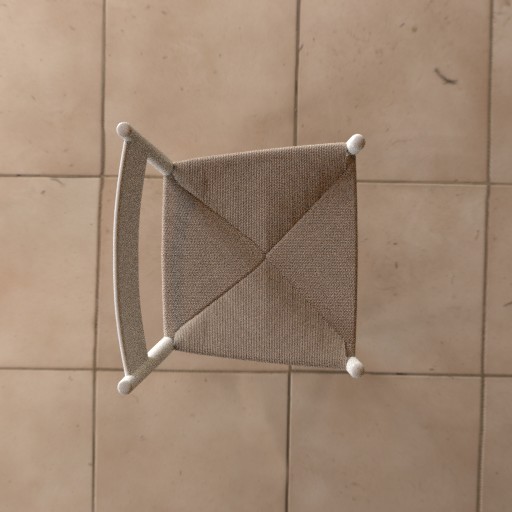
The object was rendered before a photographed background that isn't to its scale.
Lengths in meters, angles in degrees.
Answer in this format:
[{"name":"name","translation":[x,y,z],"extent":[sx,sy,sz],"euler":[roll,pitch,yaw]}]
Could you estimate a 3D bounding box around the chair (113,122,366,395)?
[{"name":"chair","translation":[0.000,0.000,1.110],"extent":[0.495,0.762,0.556],"euler":[0,91,-1]}]
